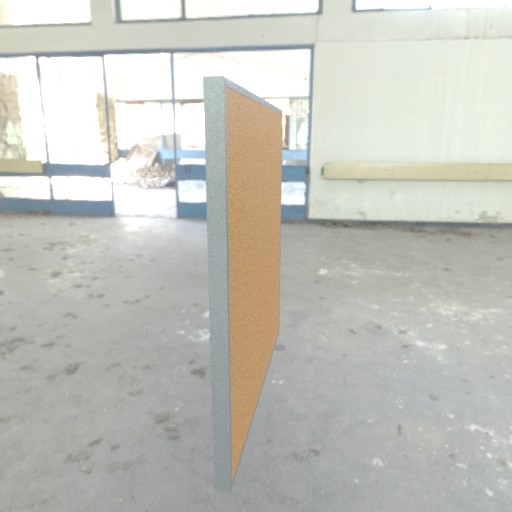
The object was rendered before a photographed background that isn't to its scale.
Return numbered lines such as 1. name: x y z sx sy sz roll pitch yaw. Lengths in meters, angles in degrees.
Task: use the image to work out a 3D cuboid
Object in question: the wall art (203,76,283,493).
1. wall art: 0.000 0.000 1.207 0.038 0.807 0.809 3 15 10
